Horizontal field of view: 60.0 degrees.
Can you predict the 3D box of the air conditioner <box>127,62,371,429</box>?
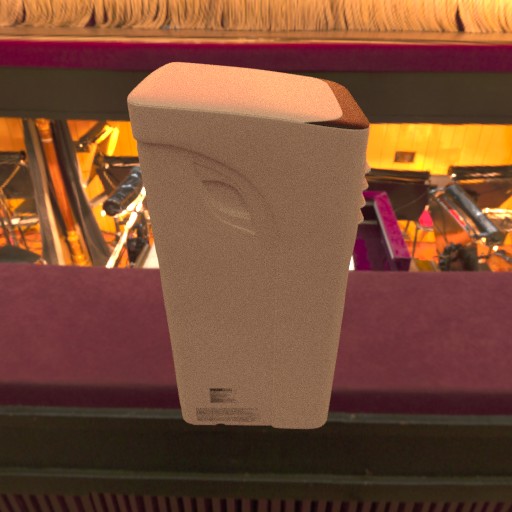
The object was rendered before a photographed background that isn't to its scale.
[{"bbox_3d":[0.000,0.000,0.922,0.369,0.716,0.352,1,32,2],"label":"air conditioner"}]
